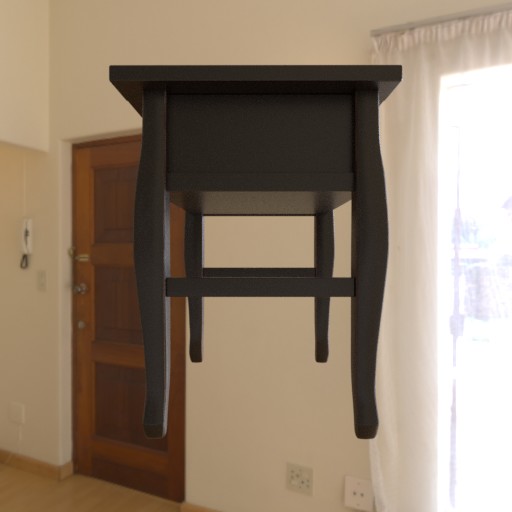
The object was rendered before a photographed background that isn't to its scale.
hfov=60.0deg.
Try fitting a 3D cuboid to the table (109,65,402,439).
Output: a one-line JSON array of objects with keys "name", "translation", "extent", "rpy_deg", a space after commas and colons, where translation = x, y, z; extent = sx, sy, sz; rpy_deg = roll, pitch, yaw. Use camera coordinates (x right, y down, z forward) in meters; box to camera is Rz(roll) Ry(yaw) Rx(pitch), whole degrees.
[{"name": "table", "translation": [0.000, 0.000, 0.995], "extent": [0.460, 0.604, 0.602], "rpy_deg": [0, 0, 0]}]
